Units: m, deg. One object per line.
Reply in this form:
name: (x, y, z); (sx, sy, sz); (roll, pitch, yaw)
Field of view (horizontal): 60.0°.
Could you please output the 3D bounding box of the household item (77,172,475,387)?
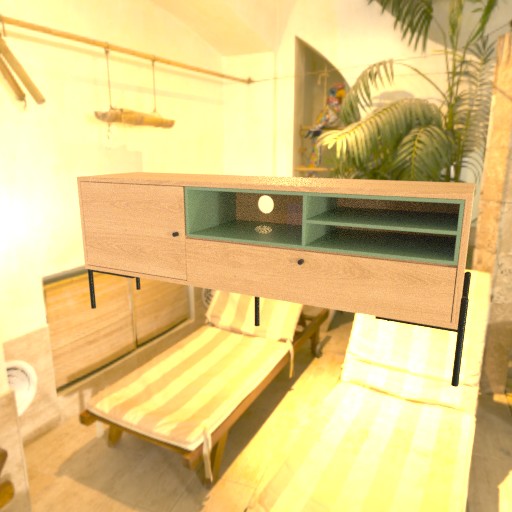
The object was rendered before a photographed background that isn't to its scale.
household item: (0.000, 0.000, 1.767); (1.550, 0.600, 0.400); (7, 16, 26)
